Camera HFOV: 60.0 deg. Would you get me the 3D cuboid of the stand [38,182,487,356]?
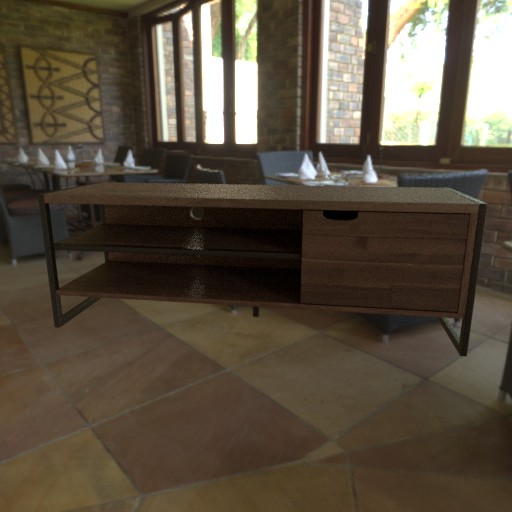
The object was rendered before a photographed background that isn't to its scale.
[{"bbox_3d":[0.000,0.000,1.722,1.480,0.506,0.454,2,15,9],"label":"stand"}]
